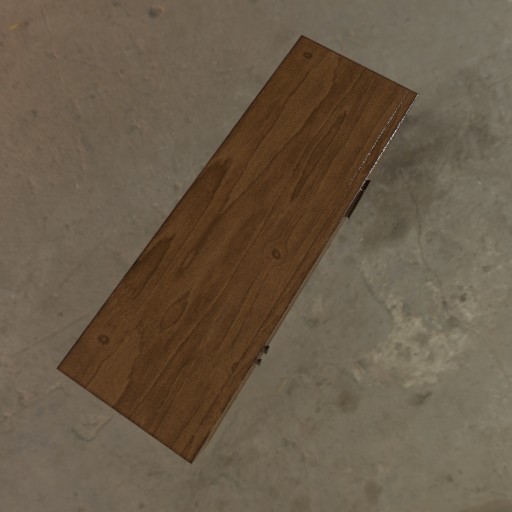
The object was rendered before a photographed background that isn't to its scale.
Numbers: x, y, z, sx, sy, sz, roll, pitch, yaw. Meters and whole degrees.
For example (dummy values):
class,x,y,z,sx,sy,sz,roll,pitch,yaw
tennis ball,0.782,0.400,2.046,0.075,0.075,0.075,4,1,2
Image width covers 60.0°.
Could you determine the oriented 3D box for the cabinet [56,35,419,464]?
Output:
class,x,y,z,sx,sy,sz,roll,pitch,yaw
cabinet,0.000,0.000,1.764,0.477,0.802,1.363,31,76,9
